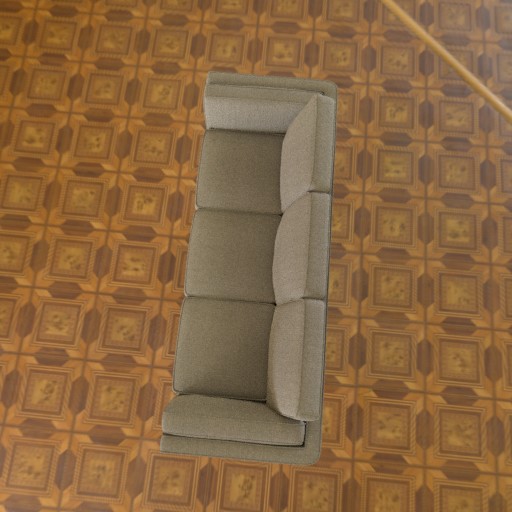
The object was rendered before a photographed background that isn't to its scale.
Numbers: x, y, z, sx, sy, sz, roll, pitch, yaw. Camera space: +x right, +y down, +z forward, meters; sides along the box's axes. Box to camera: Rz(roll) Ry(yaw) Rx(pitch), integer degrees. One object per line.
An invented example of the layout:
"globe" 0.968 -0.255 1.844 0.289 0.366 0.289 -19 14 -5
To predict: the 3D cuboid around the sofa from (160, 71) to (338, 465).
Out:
"sofa" 0.000 0.000 2.860 0.903 0.899 2.362 5 76 1
